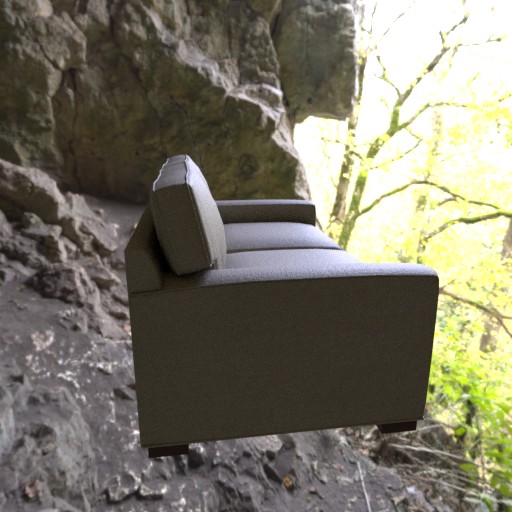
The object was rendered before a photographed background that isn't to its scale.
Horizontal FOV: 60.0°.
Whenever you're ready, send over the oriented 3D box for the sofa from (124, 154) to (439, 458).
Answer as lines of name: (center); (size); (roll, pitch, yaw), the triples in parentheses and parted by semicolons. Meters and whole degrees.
sofa: (0.000, 0.000, 2.011); (0.940, 0.853, 1.484); (-2, 16, -9)
